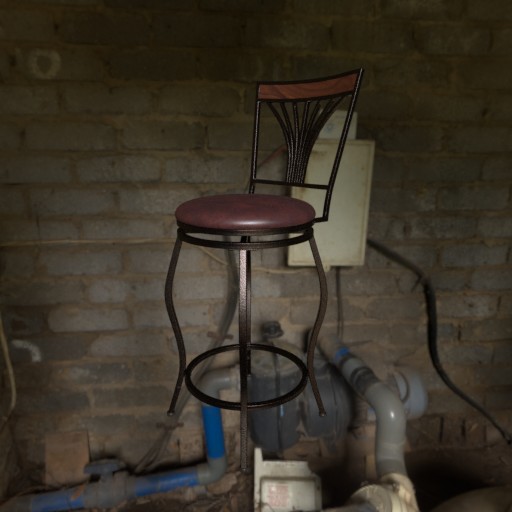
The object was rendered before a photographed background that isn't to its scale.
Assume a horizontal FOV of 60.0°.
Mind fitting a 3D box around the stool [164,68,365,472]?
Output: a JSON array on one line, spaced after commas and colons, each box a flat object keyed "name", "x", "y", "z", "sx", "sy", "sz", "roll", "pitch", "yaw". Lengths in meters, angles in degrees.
[{"name": "stool", "x": 0.000, "y": 0.000, "z": 1.416, "sx": 0.514, "sy": 1.117, "sz": 0.433, "roll": -14, "pitch": 20, "yaw": -43}]
